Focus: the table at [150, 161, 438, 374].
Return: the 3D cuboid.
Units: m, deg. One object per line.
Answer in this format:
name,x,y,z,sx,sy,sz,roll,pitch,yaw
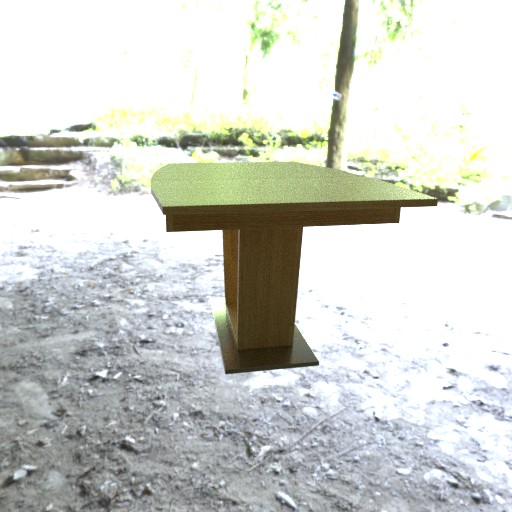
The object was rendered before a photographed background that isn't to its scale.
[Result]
table,0.000,0.000,2.059,0.900,0.748,1.598,-3,16,-10
